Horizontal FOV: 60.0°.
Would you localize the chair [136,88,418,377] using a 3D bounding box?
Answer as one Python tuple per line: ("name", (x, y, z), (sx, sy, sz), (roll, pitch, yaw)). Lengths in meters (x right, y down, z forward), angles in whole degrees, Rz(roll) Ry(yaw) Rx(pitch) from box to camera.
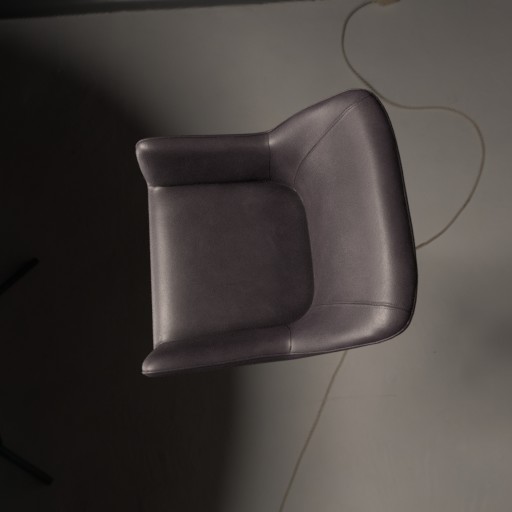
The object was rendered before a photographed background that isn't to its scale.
("chair", (0.000, 0.000, 1.258), (0.610, 0.828, 0.610), (-5, 77, -1))
